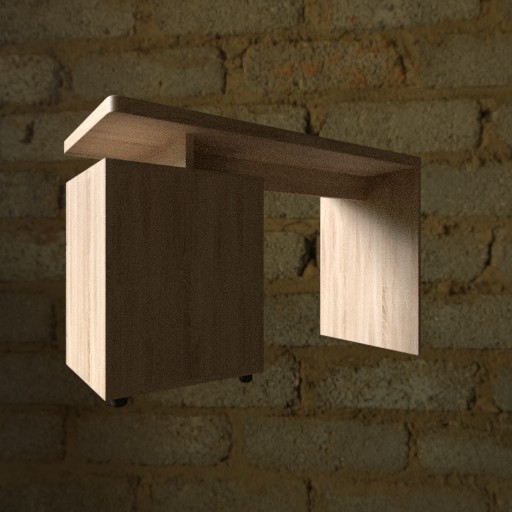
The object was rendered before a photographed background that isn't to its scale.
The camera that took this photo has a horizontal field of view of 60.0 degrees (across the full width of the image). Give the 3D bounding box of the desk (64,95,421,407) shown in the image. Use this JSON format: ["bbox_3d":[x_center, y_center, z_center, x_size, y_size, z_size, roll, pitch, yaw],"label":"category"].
[{"bbox_3d":[0.000,0.000,1.602,1.200,0.760,0.550,0,0,-34],"label":"desk"}]
